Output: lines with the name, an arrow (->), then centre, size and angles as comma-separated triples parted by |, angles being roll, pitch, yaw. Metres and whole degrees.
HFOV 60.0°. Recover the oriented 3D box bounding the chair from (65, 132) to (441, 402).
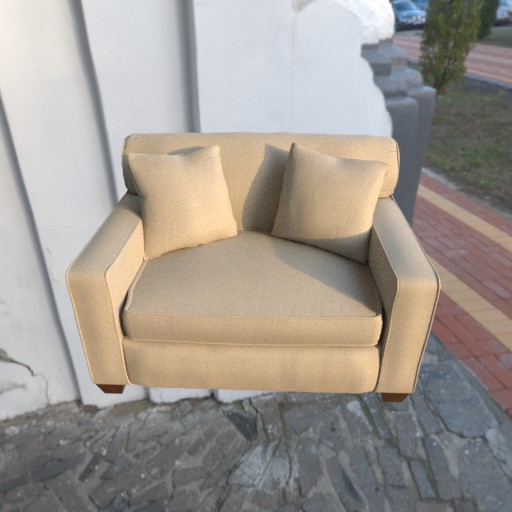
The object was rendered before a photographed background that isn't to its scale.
chair -> 0.000, 0.000, 2.073 | 1.383, 0.948, 1.000 | 1, 30, 2
